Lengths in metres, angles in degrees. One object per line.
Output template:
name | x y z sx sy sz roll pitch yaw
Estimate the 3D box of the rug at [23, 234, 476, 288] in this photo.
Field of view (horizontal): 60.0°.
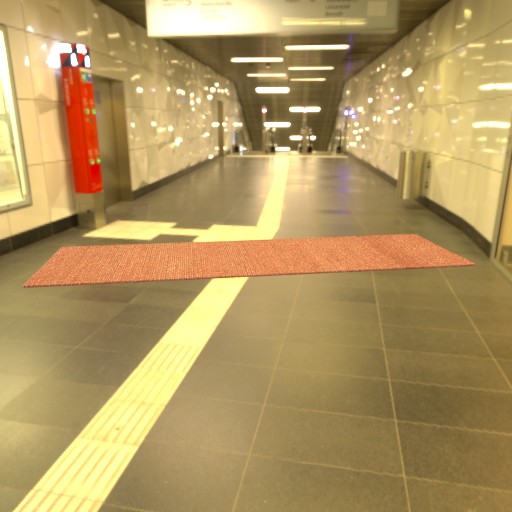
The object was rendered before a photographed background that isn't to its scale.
rug | 0.000 0.000 2.545 2.307 0.012 0.687 -2 17 -8
